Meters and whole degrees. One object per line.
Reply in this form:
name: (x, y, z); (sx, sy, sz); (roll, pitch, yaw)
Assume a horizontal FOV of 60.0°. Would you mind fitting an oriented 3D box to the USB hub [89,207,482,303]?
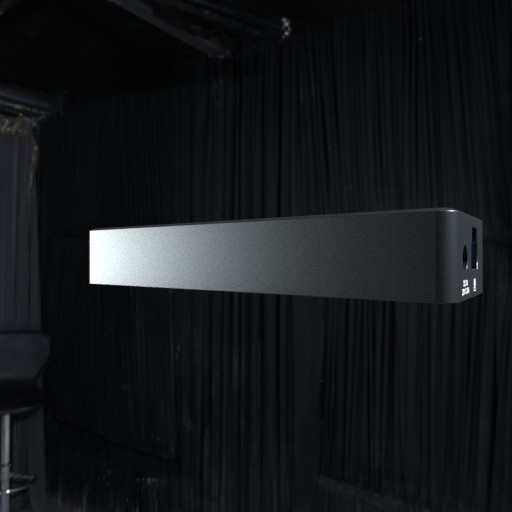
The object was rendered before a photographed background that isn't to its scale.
USB hub: (0.000, 0.000, 0.163); (0.145, 0.023, 0.044); (0, 0, 35)
